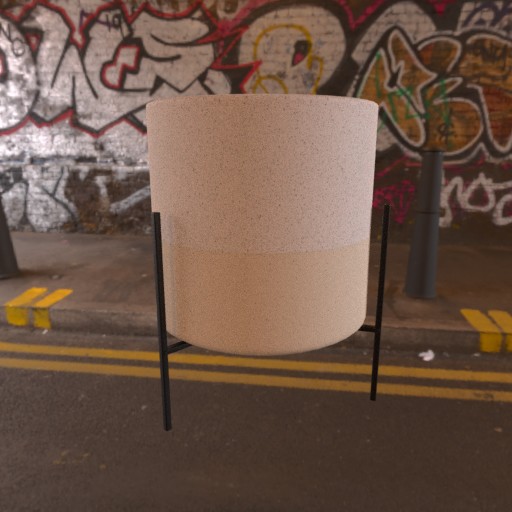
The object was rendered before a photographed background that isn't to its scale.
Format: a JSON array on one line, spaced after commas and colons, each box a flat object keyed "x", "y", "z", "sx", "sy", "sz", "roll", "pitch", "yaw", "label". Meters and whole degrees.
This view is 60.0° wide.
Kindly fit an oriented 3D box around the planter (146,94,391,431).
[{"x": 0.000, "y": 0.000, "z": 0.651, "sx": 0.335, "sy": 0.423, "sz": 0.313, "roll": -13, "pitch": 20, "yaw": -42, "label": "planter"}]
